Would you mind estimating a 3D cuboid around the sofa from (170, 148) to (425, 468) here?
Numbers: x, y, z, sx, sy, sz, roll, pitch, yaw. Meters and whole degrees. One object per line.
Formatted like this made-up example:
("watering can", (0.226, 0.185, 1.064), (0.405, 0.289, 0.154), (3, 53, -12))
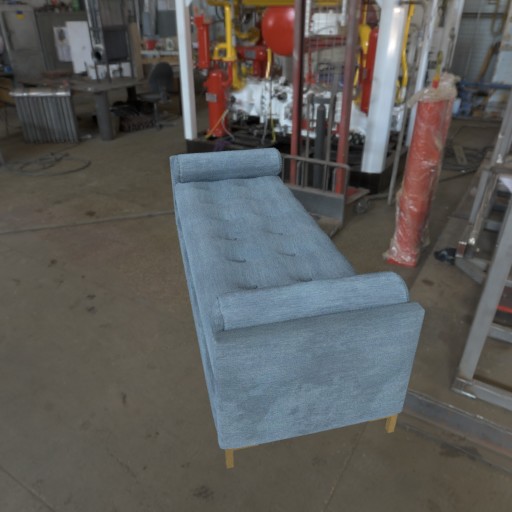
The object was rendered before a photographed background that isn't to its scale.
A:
("sofa", (0.000, 0.000, 2.529), (0.796, 0.705, 2.102), (-7, 31, -12))
